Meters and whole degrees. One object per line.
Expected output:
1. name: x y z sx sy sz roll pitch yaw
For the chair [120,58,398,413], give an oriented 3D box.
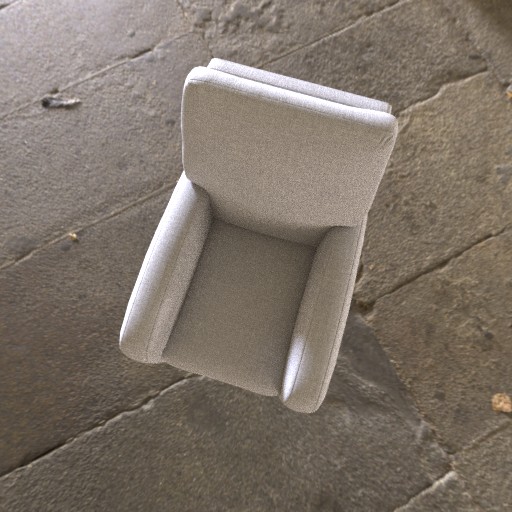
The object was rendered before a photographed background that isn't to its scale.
1. chair: 0.000 0.000 1.673 0.762 0.990 0.990 16 77 4
